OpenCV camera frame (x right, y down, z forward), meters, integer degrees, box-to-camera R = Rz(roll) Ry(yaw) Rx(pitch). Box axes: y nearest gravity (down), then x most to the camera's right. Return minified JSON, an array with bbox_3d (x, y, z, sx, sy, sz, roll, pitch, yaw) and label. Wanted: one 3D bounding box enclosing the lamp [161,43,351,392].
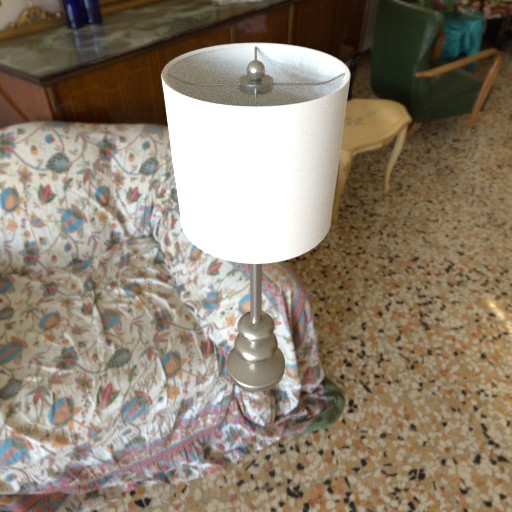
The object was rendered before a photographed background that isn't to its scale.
[{"bbox_3d":[0.000,0.000,0.817,0.254,0.690,0.254,0,41,0],"label":"lamp"}]
